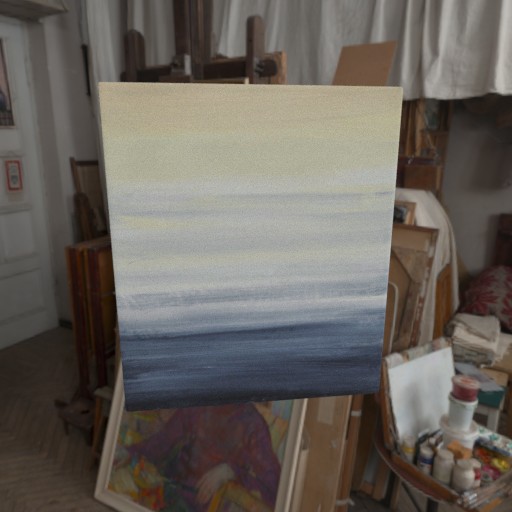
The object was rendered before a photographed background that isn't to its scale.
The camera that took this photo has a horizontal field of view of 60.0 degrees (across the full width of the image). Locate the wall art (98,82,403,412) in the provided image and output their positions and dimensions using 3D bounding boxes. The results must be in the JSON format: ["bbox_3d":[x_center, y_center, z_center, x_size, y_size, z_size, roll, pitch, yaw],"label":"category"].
[{"bbox_3d":[0.000,0.000,0.983,0.608,0.710,0.041,-2,15,-7],"label":"wall art"}]
